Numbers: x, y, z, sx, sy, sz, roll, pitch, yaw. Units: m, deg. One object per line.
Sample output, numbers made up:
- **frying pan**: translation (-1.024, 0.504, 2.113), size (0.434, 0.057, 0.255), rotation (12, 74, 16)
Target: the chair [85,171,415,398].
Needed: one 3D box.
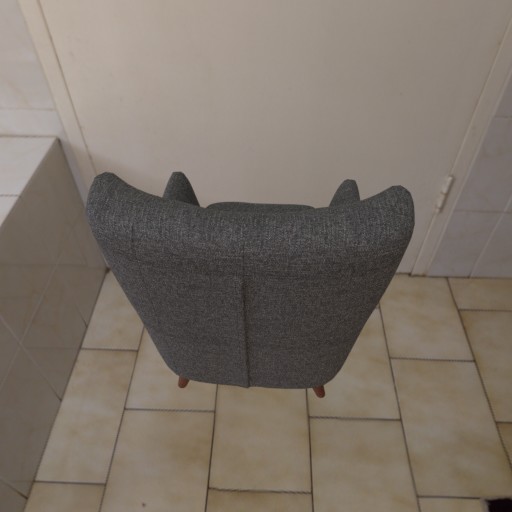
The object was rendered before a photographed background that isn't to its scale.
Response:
- **chair**: translation (0.000, 0.000, 1.718), size (0.878, 1.063, 0.904), rotation (3, 47, 3)
